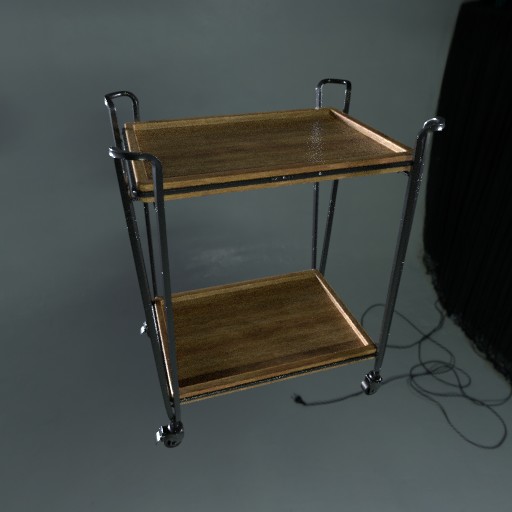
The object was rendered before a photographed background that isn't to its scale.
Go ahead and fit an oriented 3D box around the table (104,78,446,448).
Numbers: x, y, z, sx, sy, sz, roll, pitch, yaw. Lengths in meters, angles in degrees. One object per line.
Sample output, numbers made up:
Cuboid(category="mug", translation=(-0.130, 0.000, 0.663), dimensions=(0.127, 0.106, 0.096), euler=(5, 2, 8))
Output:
Cuboid(category="table", translation=(0.000, 0.000, 1.191), dimensions=(0.672, 0.785, 0.505), euler=(-9, 33, -15))
